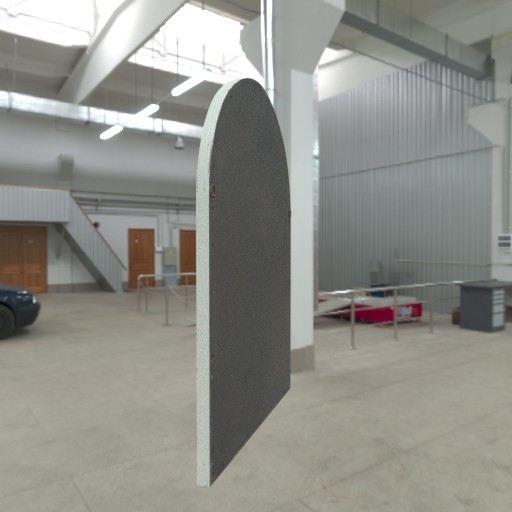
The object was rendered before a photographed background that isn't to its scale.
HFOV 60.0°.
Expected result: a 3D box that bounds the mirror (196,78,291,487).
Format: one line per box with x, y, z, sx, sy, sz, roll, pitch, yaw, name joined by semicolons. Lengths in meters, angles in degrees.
0.000;0.000;1.201;0.032;0.920;0.660;0;1;19;mirror
